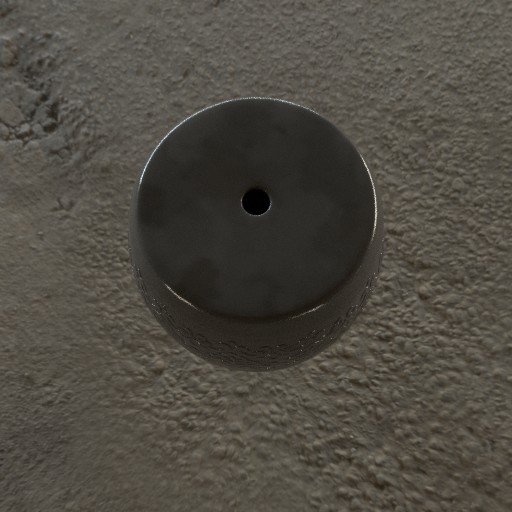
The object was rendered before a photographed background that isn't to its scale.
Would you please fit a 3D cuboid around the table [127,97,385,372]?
[{"bbox_3d":[0.000,0.000,0.609,0.309,0.397,0.309,0,75,0],"label":"table"}]
